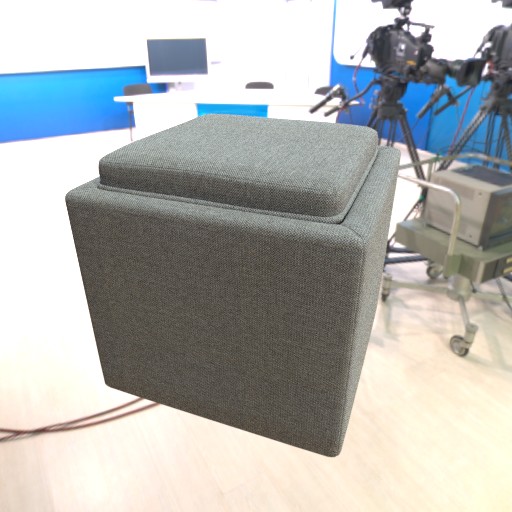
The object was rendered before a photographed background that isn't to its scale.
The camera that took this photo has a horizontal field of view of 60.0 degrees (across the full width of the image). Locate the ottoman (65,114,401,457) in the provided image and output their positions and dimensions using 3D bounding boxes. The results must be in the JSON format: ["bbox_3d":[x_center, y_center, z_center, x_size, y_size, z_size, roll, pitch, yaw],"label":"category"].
[{"bbox_3d":[0.000,0.000,0.844,0.450,0.460,0.450,10,30,18],"label":"ottoman"}]
